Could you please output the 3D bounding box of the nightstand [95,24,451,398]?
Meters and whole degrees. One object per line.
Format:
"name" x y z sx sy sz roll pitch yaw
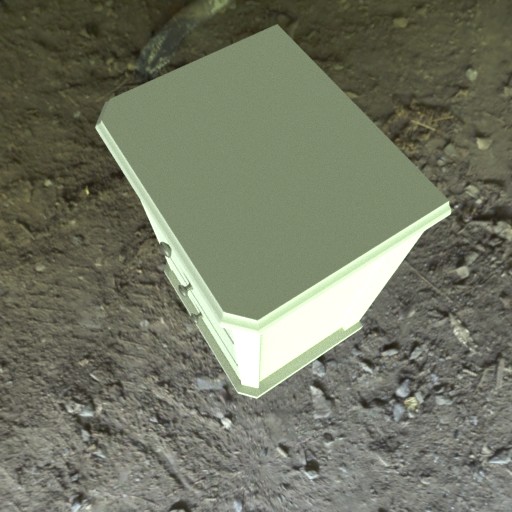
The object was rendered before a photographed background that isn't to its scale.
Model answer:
"nightstand" 0.000 0.000 0.934 0.351 0.681 0.435 -30 69 -13
